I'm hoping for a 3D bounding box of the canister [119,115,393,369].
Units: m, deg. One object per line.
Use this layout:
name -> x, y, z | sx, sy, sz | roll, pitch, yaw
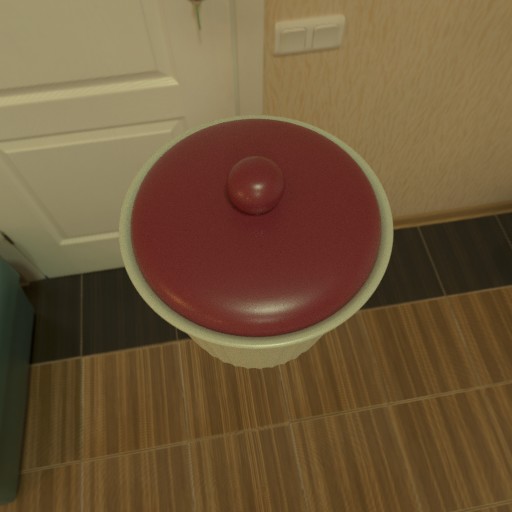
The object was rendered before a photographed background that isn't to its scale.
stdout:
canister -> 0.000, 0.000, 0.346 | 0.181, 0.211, 0.181 | 0, 62, 0
